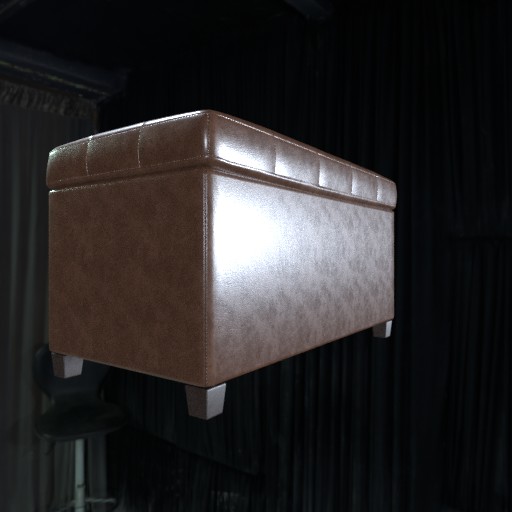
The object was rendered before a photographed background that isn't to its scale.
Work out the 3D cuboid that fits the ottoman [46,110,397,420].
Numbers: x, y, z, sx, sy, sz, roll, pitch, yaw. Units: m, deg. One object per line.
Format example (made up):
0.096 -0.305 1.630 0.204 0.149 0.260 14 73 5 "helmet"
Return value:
0.000 0.000 1.085 0.432 0.470 0.838 0 1 35 "ottoman"
